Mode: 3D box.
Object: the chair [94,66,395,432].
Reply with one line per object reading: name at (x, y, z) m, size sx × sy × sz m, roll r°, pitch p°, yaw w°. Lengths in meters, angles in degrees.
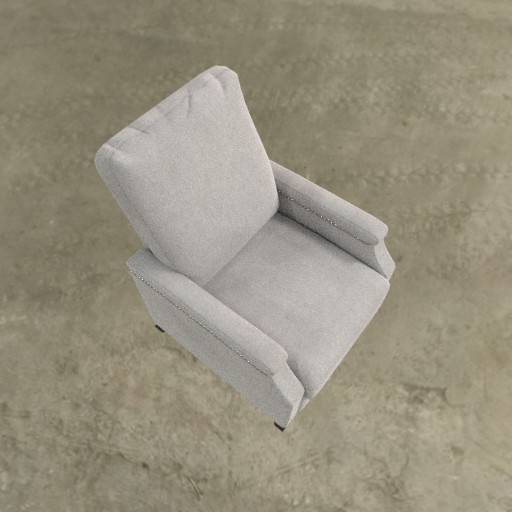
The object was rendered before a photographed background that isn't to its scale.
chair at (0.000, 0.000, 1.667) m, size 0.922 × 1.049 × 0.710 m, roll 34°, pitch 64°, yaw 20°
